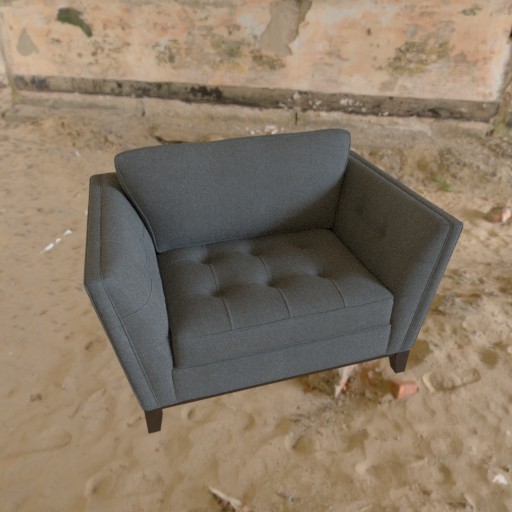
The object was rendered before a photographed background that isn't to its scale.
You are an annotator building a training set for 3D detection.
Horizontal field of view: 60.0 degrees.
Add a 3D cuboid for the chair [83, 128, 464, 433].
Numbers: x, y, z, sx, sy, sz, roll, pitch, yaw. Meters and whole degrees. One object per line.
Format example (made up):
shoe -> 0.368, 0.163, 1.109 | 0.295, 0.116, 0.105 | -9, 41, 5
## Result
chair -> 0.000, 0.000, 2.082 | 1.396, 0.942, 0.965 | -9, 33, -14
